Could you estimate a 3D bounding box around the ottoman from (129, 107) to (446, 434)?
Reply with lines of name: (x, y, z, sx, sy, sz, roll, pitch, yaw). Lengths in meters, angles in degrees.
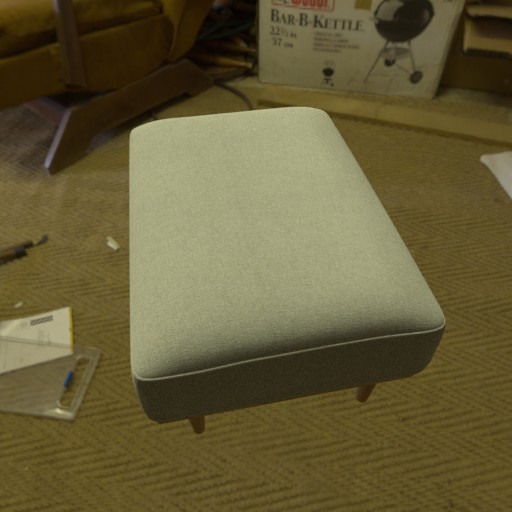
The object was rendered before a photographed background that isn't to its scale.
ottoman: (0.000, 0.000, 1.065, 0.549, 0.428, 0.749, -8, 48, -7)
